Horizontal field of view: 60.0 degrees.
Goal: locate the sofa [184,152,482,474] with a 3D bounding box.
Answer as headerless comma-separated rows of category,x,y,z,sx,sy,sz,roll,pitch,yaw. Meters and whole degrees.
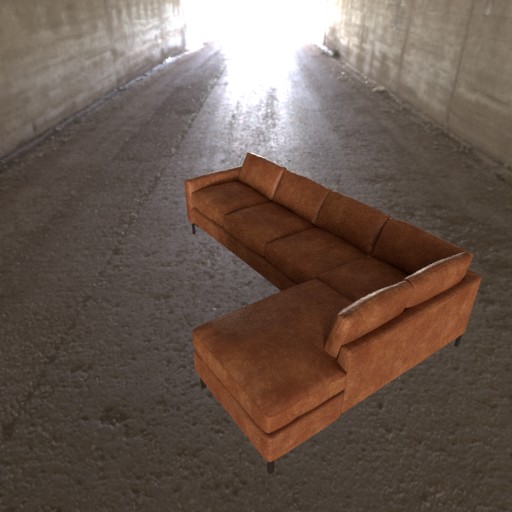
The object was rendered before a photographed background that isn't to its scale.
sofa,0.000,0.000,3.821,1.938,0.877,2.984,-20,36,-29
